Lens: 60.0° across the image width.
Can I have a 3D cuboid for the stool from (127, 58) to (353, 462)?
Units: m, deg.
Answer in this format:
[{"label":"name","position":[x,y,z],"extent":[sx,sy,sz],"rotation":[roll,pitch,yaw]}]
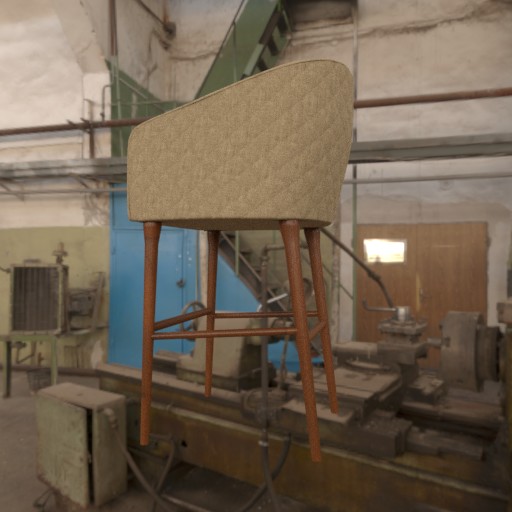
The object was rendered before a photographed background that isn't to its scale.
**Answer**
[{"label":"stool","position":[0.000,0.000,1.409],"extent":[0.607,1.078,0.559],"rotation":[0,0,17]}]
